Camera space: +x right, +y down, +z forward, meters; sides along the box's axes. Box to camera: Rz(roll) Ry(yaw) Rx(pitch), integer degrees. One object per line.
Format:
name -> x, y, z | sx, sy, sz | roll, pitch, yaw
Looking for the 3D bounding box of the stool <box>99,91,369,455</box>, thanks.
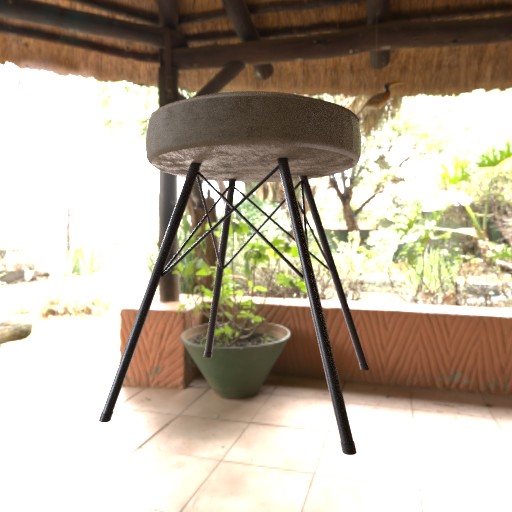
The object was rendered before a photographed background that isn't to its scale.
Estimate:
stool -> 0.000, 0.000, 0.882 | 0.423, 0.538, 0.457 | 0, 1, 17
